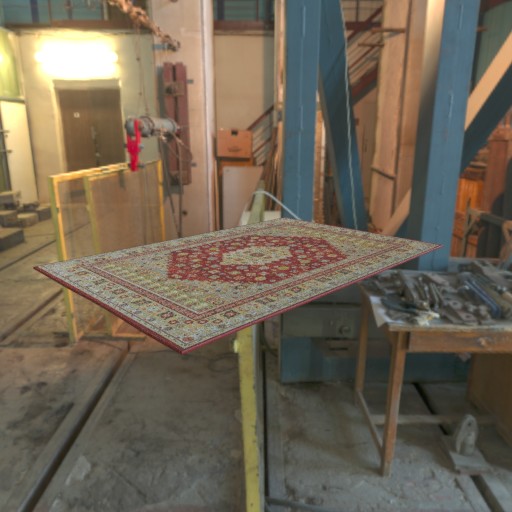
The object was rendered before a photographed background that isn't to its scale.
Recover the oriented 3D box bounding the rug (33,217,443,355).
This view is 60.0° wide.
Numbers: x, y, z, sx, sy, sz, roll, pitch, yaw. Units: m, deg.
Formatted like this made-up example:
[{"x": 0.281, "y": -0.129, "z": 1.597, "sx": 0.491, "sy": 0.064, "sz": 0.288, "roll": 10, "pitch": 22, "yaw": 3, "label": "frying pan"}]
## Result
[{"x": 0.000, "y": 0.000, "z": 2.310, "sx": 1.802, "sy": 0.013, "sz": 1.194, "roll": -15, "pitch": 22, "yaw": -43, "label": "rug"}]
